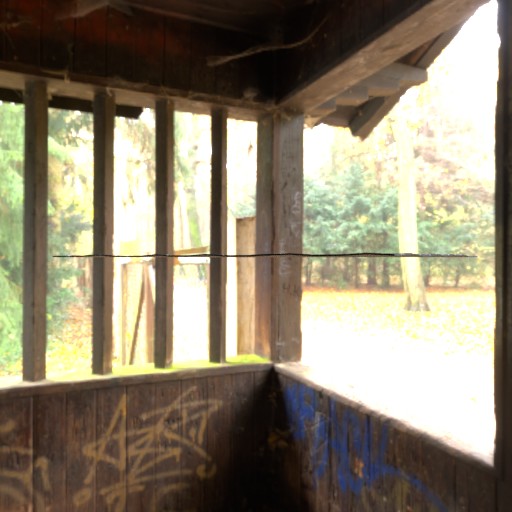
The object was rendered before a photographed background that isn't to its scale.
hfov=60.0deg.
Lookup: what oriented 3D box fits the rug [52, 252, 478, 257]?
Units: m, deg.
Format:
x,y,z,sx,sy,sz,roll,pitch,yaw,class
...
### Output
x,y,z,sx,sy,sz,roll,pitch,yaw,class
0.000,0.000,2.993,2.448,0.017,1.529,0,0,37,rug
